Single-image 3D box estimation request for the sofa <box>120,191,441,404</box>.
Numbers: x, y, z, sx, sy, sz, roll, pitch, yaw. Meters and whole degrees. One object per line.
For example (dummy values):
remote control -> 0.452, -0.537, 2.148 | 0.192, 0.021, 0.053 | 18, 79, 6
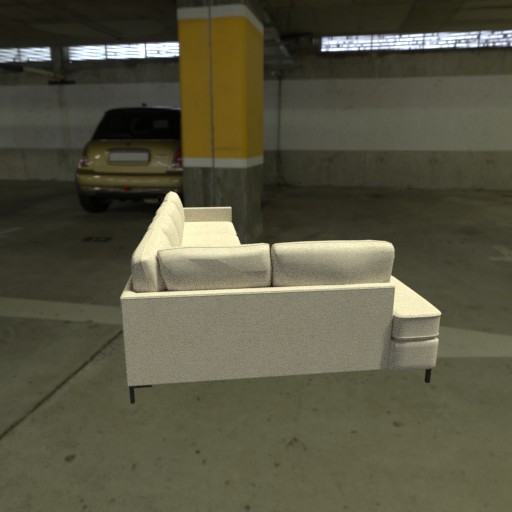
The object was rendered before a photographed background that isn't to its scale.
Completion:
sofa -> 0.000, 0.000, 4.381 | 2.048, 0.996, 3.384 | -2, 15, -7
